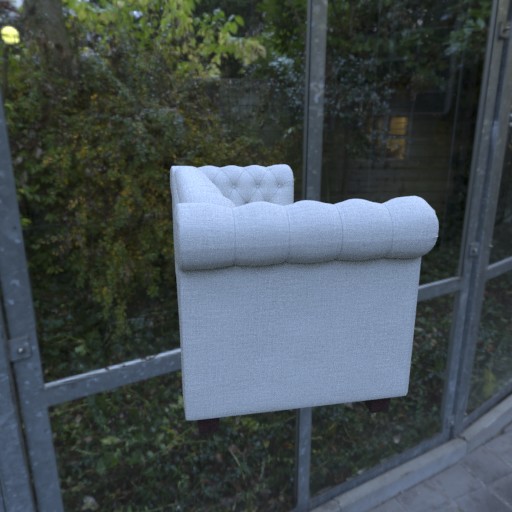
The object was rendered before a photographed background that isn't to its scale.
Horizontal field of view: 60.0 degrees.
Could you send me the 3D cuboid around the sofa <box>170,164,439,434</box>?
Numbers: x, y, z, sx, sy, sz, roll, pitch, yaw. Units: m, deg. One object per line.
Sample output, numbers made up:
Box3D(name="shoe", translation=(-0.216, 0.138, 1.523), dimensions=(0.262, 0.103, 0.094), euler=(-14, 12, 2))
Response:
Box3D(name="sofa", translation=(0.000, 0.000, 2.158), dimensions=(0.783, 0.797, 1.798), euler=(-3, 15, -11))
